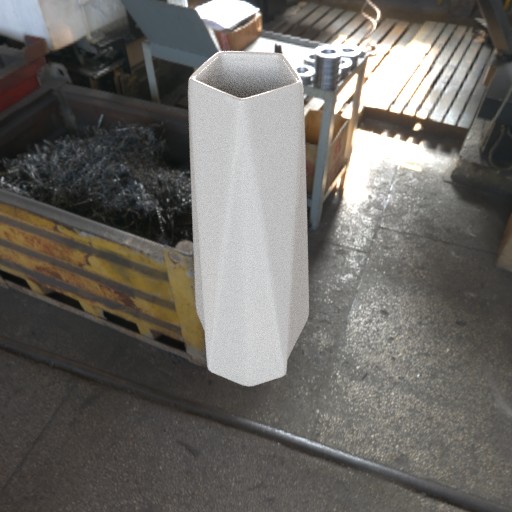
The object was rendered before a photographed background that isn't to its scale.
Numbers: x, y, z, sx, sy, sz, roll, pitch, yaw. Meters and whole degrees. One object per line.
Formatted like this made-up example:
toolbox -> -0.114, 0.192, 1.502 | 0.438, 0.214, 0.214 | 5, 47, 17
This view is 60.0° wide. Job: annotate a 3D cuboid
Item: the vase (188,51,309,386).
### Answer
vase -> 0.000, 0.000, 0.389 | 0.116, 0.329, 0.122 | -10, 48, -9
